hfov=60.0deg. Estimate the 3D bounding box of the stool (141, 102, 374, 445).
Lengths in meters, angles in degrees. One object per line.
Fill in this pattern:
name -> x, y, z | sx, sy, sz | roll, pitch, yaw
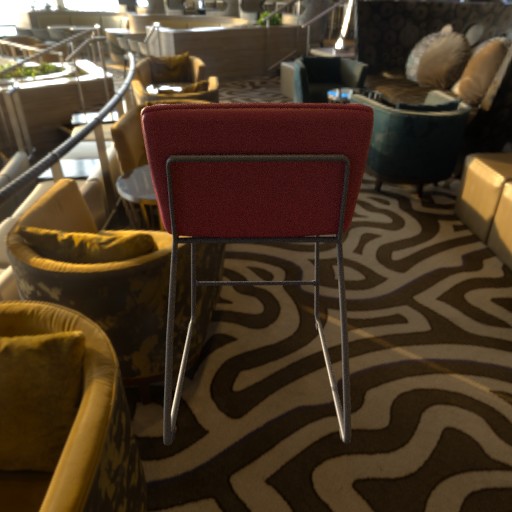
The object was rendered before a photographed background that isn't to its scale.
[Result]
stool -> 0.000, 0.000, 1.144 | 0.489, 0.866, 0.524 | 0, 31, -1
